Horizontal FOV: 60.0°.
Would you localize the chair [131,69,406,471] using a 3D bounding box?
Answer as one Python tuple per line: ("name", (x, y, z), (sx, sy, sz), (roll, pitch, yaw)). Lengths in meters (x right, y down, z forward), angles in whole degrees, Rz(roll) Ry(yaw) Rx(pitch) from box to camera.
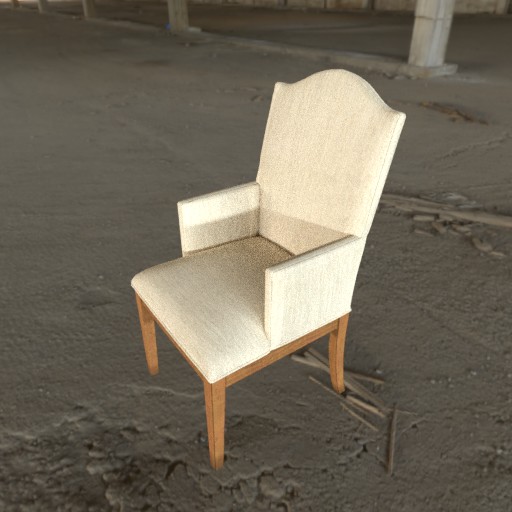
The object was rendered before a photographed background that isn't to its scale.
("chair", (0.000, 0.000, 1.360), (0.641, 1.016, 0.533), (-20, 37, -29))
